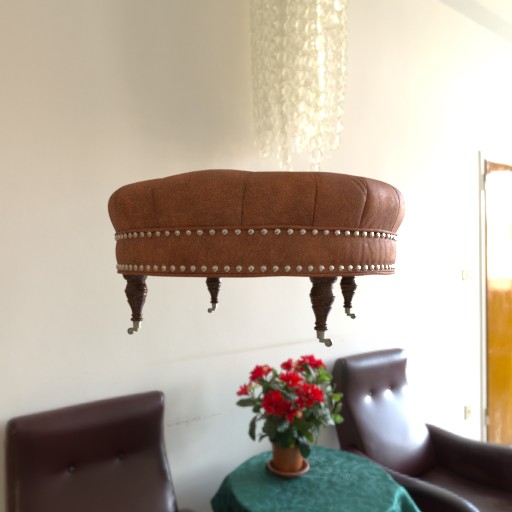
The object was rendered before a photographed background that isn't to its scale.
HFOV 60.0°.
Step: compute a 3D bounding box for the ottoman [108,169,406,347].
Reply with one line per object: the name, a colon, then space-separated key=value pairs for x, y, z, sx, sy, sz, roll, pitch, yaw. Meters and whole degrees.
ottoman: x=0.000 y=0.000 z=1.407 sx=0.901 sy=0.444 sz=0.901 roll=0 pitch=-1 yaw=0
